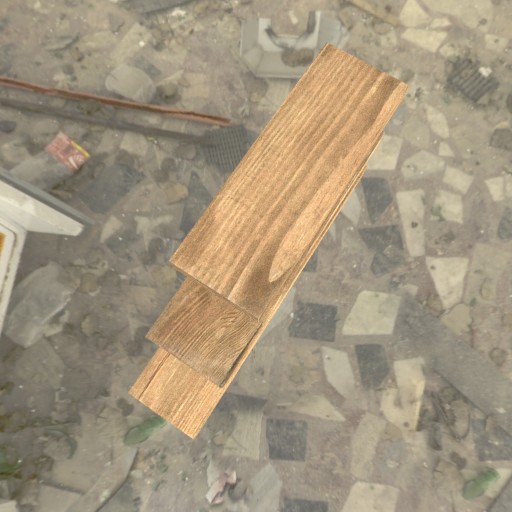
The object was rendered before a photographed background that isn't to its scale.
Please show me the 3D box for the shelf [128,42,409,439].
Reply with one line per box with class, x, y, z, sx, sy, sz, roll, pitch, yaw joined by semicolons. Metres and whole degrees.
shelf;0.000;0.000;0.729;0.140;0.293;0.610;32;77;8
